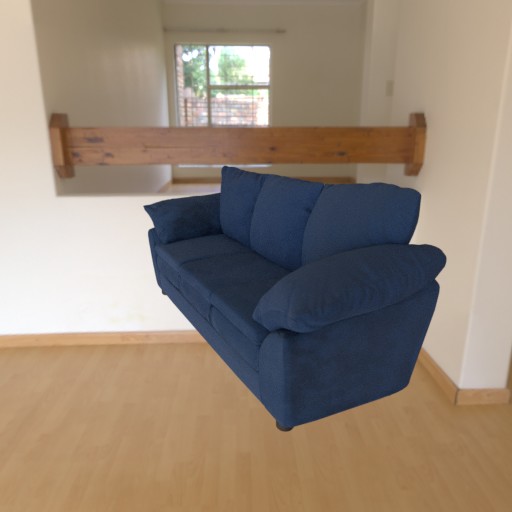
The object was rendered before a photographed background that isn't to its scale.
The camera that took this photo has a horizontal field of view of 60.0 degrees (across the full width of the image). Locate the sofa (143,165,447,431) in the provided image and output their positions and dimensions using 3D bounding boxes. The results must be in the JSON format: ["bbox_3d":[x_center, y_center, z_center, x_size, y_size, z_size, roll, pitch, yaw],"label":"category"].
[{"bbox_3d":[0.000,0.000,2.865,0.907,1.091,2.390,-8,18,-26],"label":"sofa"}]
